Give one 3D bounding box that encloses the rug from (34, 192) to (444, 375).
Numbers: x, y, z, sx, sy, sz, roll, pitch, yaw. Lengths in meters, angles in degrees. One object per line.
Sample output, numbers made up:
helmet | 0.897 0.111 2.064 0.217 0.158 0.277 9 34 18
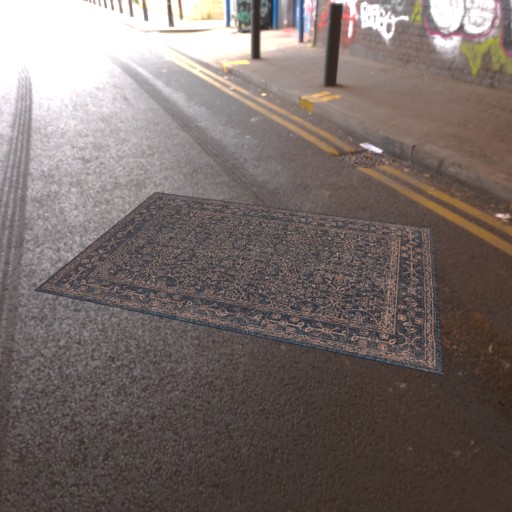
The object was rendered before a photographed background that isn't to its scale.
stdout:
rug | 0.000 0.000 2.347 1.819 0.005 1.200 9 33 14
